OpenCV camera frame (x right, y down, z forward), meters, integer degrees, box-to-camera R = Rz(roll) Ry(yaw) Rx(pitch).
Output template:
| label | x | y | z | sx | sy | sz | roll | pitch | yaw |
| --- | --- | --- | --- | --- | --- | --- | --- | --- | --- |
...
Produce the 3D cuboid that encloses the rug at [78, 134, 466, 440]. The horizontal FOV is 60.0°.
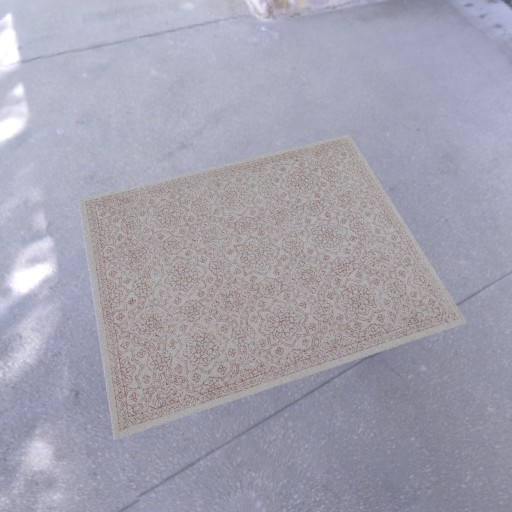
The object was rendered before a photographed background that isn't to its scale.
| label | x | y | z | sx | sy | sz | roll | pitch | yaw |
| --- | --- | --- | --- | --- | --- | --- | --- | --- | --- |
| rug | 0.000 | 0.000 | 4.204 | 3.050 | 0.015 | 2.441 | -16 | 59 | -10 |
